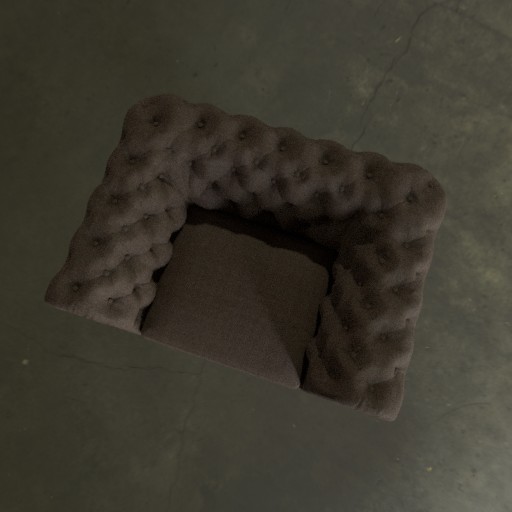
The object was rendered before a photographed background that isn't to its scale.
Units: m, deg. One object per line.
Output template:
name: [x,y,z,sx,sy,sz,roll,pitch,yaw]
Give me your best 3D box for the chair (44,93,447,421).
chair: [0.000,0.000,1.894,1.298,0.780,0.945,18,76,5]
